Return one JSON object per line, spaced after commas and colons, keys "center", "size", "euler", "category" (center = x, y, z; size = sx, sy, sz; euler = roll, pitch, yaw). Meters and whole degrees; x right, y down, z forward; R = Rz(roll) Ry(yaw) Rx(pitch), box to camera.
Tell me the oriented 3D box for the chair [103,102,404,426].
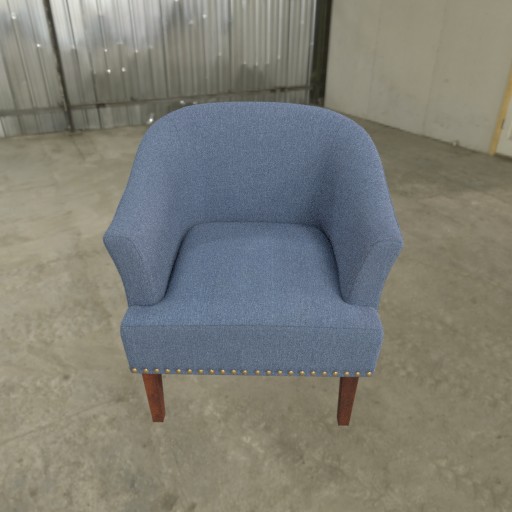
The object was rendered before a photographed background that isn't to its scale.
{"center": [0.000, 0.000, 1.409], "size": [0.772, 0.815, 0.704], "euler": [1, 30, 1], "category": "chair"}
